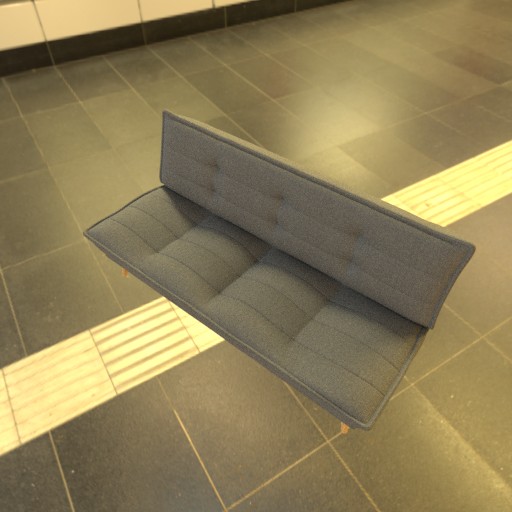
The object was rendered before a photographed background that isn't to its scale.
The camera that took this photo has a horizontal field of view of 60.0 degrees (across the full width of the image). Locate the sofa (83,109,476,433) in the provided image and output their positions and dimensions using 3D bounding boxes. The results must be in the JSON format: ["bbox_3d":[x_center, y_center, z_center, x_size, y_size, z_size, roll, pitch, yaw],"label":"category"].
[{"bbox_3d":[0.000,0.000,2.464,1.940,0.890,0.950,30,53,26],"label":"sofa"}]
